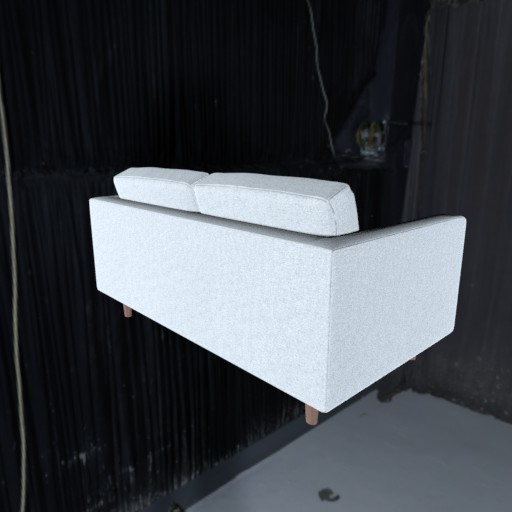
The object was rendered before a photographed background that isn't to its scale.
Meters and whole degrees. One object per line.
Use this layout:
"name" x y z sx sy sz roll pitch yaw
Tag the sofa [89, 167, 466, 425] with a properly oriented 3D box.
"sofa" 0.000 0.000 2.305 1.000 0.900 1.731 -13 19 -41
